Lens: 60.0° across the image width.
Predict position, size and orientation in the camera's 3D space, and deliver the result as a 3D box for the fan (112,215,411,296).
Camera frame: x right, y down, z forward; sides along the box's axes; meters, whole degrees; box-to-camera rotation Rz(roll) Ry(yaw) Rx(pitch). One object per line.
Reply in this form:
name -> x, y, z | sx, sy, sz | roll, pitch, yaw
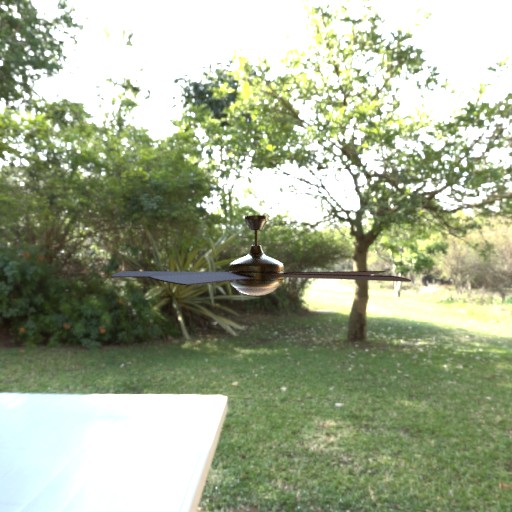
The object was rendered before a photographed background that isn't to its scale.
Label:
fan -> 0.000, 0.000, 1.993 | 1.321, 0.356, 1.321 | 0, -1, -2
